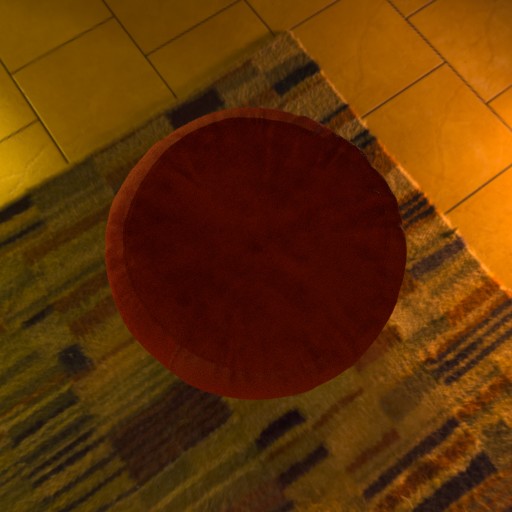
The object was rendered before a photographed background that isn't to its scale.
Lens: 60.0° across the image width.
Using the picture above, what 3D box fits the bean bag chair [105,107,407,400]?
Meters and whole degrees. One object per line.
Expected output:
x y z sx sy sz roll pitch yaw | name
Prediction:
0.000 0.000 1.985 1.219 0.762 1.219 0 76 0 | bean bag chair
